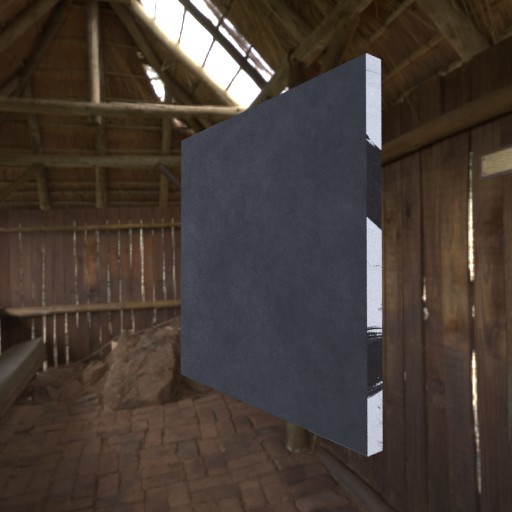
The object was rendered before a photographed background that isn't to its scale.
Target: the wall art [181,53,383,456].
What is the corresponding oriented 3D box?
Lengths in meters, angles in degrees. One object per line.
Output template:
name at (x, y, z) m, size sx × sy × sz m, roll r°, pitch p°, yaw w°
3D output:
wall art at (0.000, 0.000, 1.159) m, size 0.046 × 0.765 × 0.765 m, roll 1°, pitch -1°, yaw -37°
